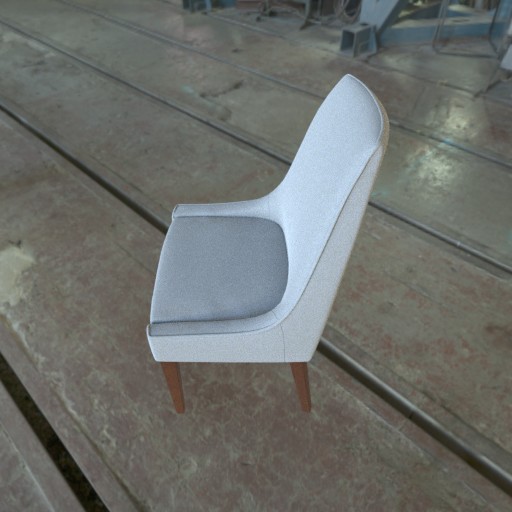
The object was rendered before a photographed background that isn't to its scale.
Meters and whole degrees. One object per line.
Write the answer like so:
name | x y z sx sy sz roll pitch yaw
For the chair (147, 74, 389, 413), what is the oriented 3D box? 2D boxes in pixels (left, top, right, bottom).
chair | 0.000 0.000 1.210 0.544 0.861 0.529 0 42 0
